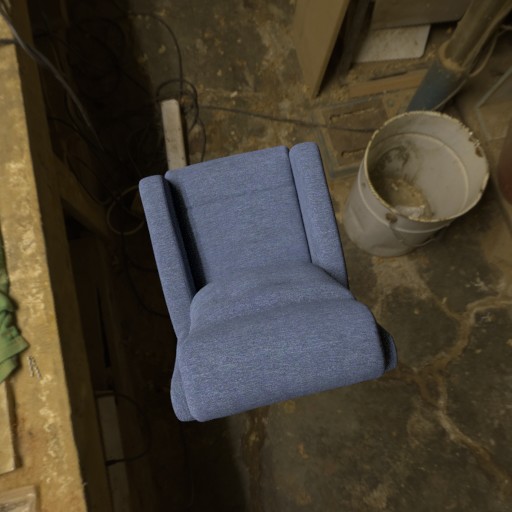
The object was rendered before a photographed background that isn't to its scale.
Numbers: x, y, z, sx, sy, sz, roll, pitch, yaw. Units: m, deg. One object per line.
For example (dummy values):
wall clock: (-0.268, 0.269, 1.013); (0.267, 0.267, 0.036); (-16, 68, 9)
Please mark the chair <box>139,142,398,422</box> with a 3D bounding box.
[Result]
chair: (0.000, 0.000, 1.752); (0.798, 1.013, 1.043); (-13, 77, -3)
